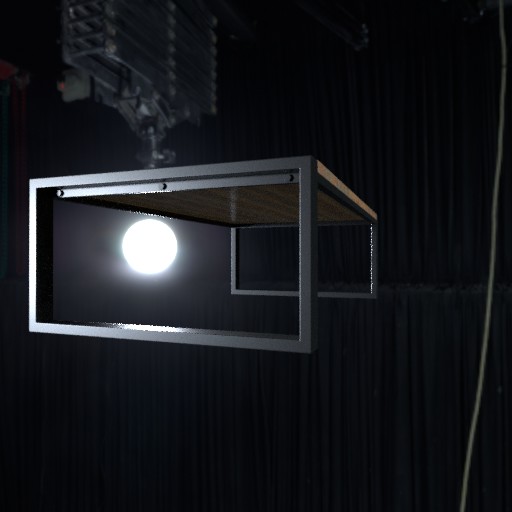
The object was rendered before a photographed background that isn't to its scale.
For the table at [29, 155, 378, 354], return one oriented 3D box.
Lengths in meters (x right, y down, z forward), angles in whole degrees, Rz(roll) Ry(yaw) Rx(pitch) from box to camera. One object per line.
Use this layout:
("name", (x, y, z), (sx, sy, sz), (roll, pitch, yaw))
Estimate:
("table", (0.000, 0.000, 1.651), (0.750, 0.400, 1.350), (0, 0, 21))
